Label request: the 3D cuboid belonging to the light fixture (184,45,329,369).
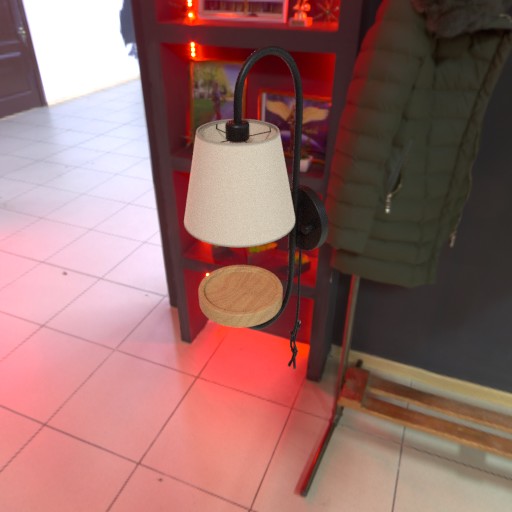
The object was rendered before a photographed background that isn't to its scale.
[{"bbox_3d":[0.000,0.000,0.955,0.299,0.821,0.220,-21,38,-29],"label":"light fixture"}]
